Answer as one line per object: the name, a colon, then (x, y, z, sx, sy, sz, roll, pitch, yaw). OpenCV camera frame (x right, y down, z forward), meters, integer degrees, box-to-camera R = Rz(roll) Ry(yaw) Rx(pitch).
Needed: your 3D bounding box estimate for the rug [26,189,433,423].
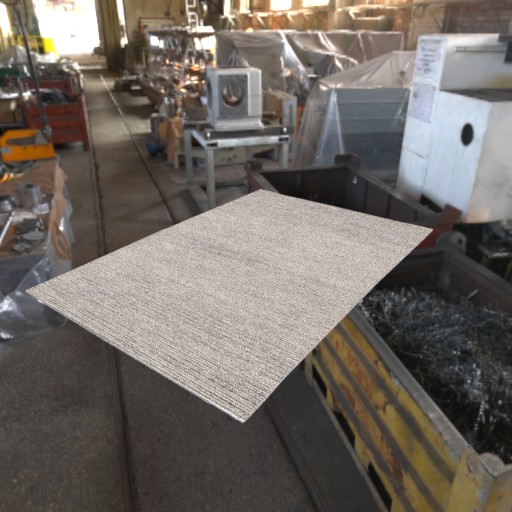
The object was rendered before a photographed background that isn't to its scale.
rug: (0.000, 0.000, 2.939, 1.604, 0.030, 2.307, 19, 33, 32)
